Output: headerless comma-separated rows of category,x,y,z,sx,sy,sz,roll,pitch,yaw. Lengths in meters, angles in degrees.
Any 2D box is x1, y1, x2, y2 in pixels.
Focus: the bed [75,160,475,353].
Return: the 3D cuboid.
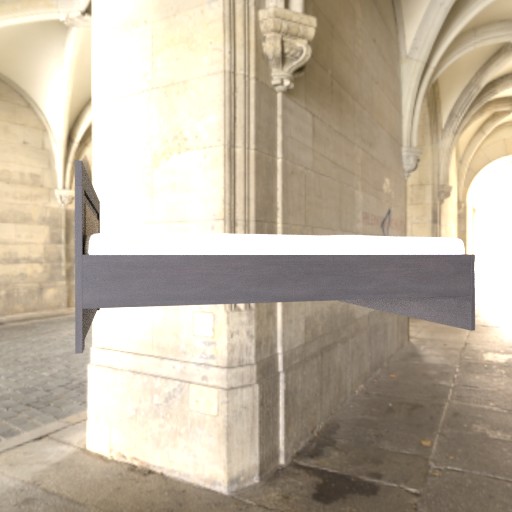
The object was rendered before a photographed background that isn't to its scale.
bed,0.000,0.000,2.926,2.073,0.823,1.585,0,0,-17
